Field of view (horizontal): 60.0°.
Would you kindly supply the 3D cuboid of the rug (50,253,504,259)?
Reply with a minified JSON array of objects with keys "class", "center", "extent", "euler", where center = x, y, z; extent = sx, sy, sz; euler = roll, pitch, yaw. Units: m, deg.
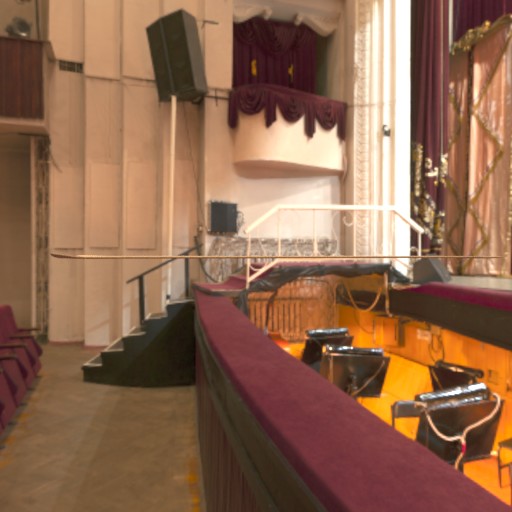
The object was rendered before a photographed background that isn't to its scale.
[{"class":"rug","center":[0.000,0.000,3.710],"extent":[2.897,0.035,2.277],"euler":[0,0,-18]}]
